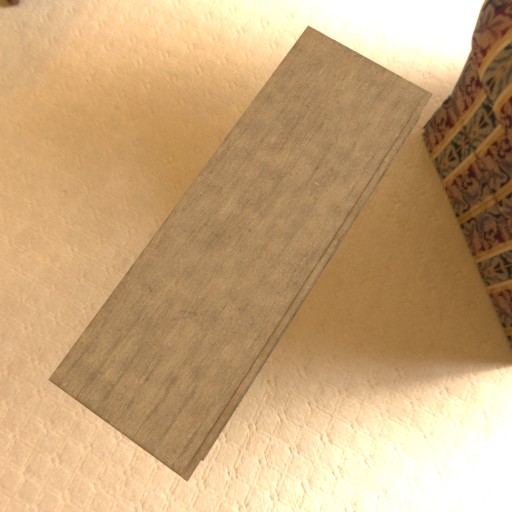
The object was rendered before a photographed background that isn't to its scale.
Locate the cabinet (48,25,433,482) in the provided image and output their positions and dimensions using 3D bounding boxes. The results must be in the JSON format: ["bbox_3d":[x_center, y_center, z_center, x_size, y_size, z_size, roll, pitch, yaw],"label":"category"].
[{"bbox_3d":[0.000,0.000,1.815,0.511,0.825,1.460,33,79,7],"label":"cabinet"}]
